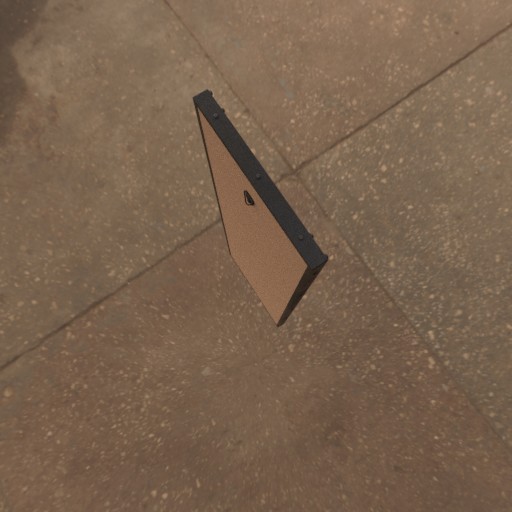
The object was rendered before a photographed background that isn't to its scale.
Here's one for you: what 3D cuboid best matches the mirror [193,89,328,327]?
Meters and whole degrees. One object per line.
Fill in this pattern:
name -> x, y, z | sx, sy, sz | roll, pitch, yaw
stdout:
mirror -> 0.000, 0.000, 1.222 | 0.042, 1.080, 0.354 | -32, 78, -7
